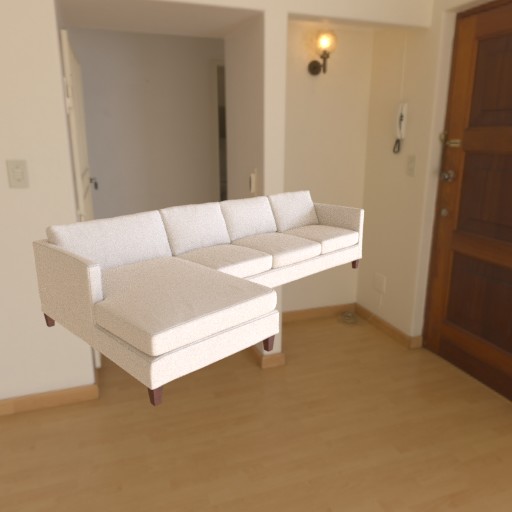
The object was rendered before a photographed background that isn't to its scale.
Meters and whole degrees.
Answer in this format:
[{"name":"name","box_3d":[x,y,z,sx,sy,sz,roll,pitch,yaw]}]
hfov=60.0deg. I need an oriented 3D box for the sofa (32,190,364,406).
[{"name":"sofa","box_3d":[0.000,0.000,3.936,1.625,0.846,3.186,14,21,43]}]
